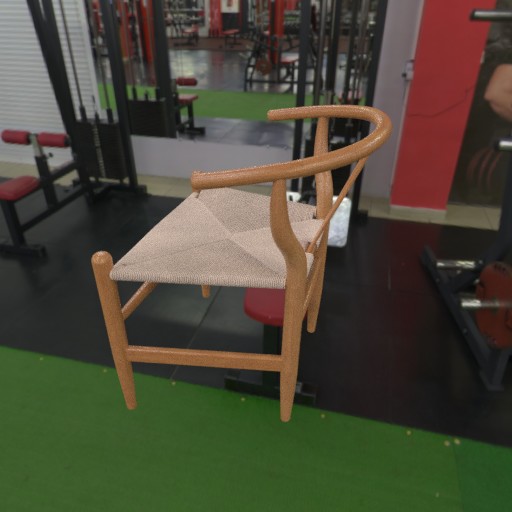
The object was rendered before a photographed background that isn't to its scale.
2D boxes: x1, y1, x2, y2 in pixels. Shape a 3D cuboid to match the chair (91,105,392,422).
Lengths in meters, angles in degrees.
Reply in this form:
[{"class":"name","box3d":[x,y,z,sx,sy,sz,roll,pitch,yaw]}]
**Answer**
[{"class":"chair","box3d":[0.000,0.000,1.154,0.579,0.730,0.569,9,32,14]}]
